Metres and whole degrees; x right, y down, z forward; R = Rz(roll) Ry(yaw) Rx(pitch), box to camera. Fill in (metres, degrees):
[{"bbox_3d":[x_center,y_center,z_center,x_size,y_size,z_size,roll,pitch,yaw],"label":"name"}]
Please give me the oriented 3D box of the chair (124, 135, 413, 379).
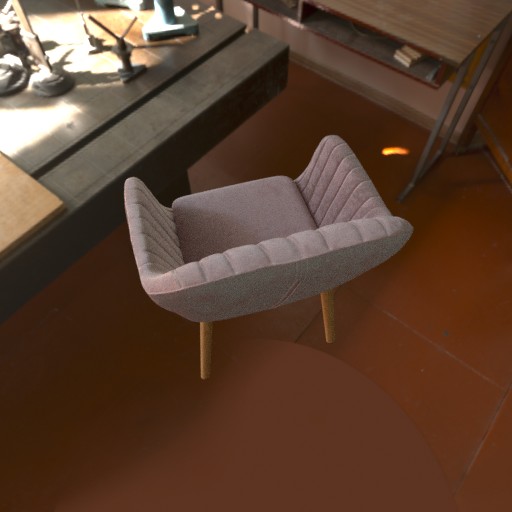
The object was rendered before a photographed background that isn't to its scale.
[{"bbox_3d":[0.000,0.000,1.241,0.610,0.832,0.570,-14,59,-9],"label":"chair"}]
